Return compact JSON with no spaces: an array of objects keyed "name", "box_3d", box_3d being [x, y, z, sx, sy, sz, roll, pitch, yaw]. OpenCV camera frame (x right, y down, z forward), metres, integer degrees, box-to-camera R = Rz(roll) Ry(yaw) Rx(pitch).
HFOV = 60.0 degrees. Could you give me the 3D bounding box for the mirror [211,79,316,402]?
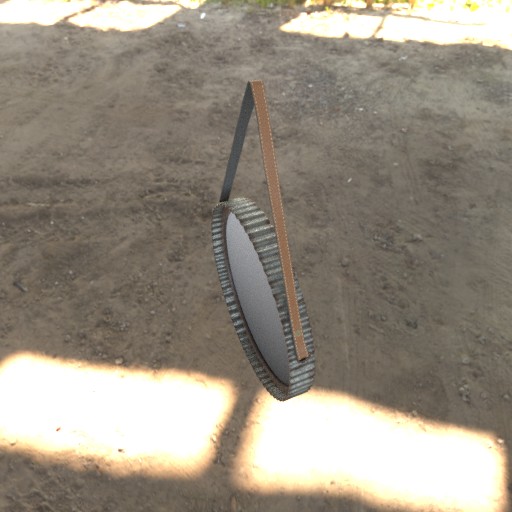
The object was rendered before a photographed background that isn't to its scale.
[{"name":"mirror","box_3d":[0.000,0.000,0.705,0.042,0.568,0.355,-17,48,-16]}]
